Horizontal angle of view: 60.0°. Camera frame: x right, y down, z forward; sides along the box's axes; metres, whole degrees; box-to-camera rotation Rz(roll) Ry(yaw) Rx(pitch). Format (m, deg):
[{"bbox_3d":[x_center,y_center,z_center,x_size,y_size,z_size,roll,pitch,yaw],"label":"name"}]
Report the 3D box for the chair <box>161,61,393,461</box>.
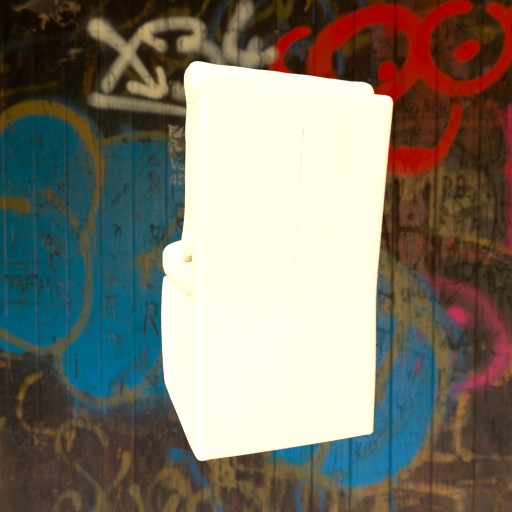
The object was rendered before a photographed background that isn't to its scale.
[{"bbox_3d":[0.000,0.000,1.331,0.503,0.927,0.698,-1,2,-18],"label":"chair"}]
